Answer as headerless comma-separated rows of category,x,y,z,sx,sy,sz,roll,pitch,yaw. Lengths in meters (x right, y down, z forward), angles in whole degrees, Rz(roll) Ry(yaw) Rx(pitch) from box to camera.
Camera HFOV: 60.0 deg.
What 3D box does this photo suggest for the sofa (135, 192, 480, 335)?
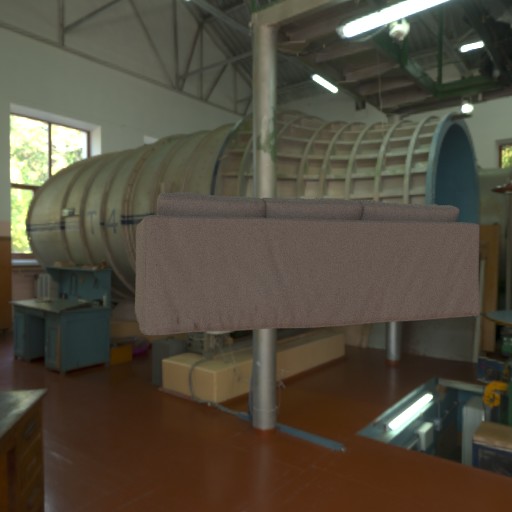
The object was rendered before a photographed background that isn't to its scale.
sofa,0.000,0.000,4.561,2.476,0.878,3.528,0,1,-17
